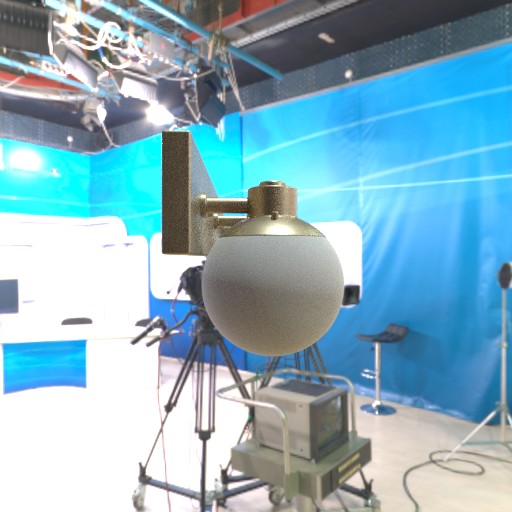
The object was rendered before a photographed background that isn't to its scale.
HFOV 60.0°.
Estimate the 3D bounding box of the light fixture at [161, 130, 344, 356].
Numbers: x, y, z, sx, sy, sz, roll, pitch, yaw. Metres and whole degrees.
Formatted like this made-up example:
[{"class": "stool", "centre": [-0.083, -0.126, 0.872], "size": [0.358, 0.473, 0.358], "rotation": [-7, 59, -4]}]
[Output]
[{"class": "light fixture", "centre": [0.000, 0.000, 0.830], "size": [0.218, 0.263, 0.721], "rotation": [0, 0, -1]}]
